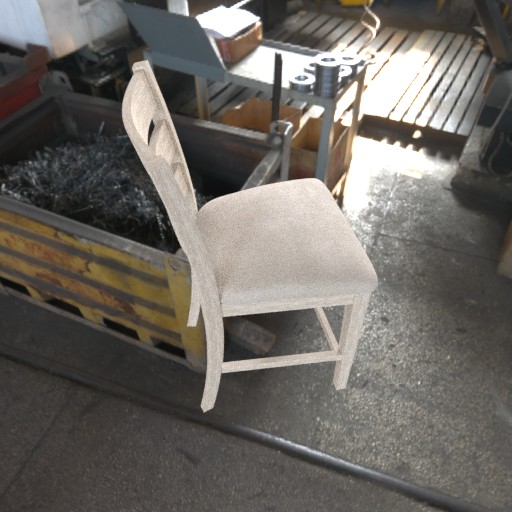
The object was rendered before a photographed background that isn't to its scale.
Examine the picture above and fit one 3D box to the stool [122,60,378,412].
[{"bbox_3d":[0.000,0.000,1.319,0.569,1.032,0.484,-10,47,-10],"label":"stool"}]
